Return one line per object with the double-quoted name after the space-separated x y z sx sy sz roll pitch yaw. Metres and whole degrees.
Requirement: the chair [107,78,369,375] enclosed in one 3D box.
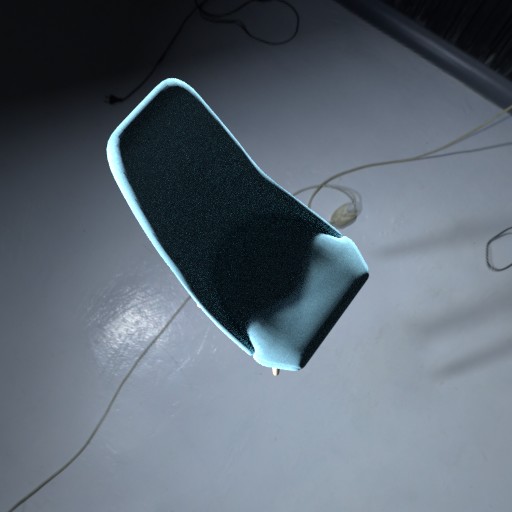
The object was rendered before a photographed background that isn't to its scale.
0.000 0.000 1.411 0.660 1.040 0.510 37 78 9 "chair"
